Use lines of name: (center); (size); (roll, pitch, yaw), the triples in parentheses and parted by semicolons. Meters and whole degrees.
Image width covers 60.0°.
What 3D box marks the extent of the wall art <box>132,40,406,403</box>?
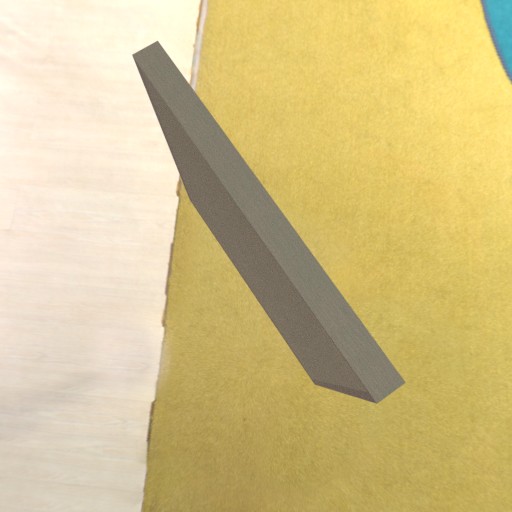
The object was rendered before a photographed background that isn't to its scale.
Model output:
wall art: (0.000, 0.000, 0.760); (0.038, 0.506, 0.508); (-33, 78, -8)
